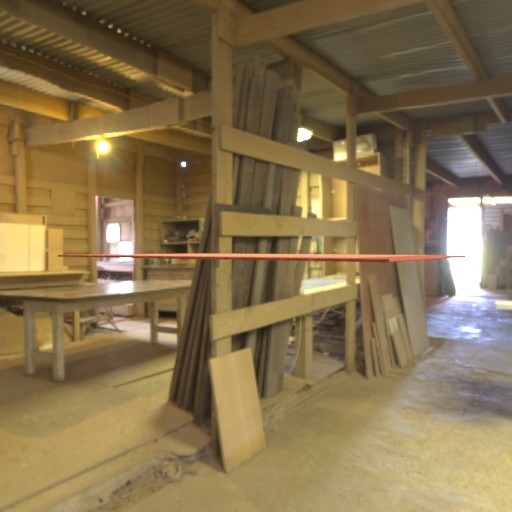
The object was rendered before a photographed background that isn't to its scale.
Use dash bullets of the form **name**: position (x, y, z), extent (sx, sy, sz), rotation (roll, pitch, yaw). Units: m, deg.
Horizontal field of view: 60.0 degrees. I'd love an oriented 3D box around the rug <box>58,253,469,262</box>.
- **rug**: position (0.000, 0.000, 3.088), extent (2.438, 0.014, 1.524), rotation (1, 1, 36)
